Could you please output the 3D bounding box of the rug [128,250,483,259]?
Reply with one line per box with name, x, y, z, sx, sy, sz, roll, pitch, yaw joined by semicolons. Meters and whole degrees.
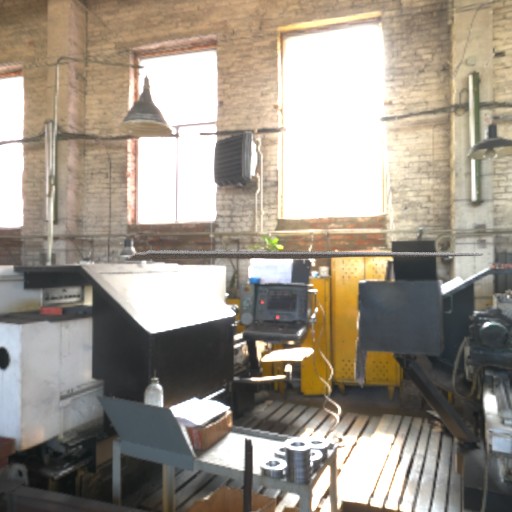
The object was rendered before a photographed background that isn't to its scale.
rug;0.000;0.000;3.015;1.604;0.030;2.307;0;-1;-18
